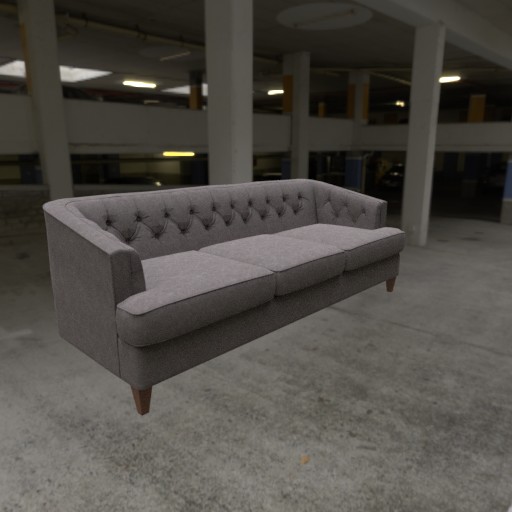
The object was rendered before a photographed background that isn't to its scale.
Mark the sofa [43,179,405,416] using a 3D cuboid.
[{"bbox_3d":[0.000,0.000,2.711,0.917,0.806,2.247,13,19,42],"label":"sofa"}]
